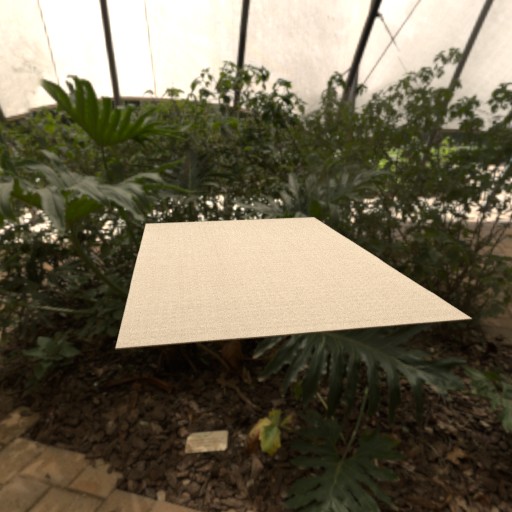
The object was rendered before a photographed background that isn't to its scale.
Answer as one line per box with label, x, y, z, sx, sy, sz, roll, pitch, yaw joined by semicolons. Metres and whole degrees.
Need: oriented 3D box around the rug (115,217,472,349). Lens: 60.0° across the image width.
rug;0.000;0.000;2.902;1.523;0.006;2.289;-3;17;-10
